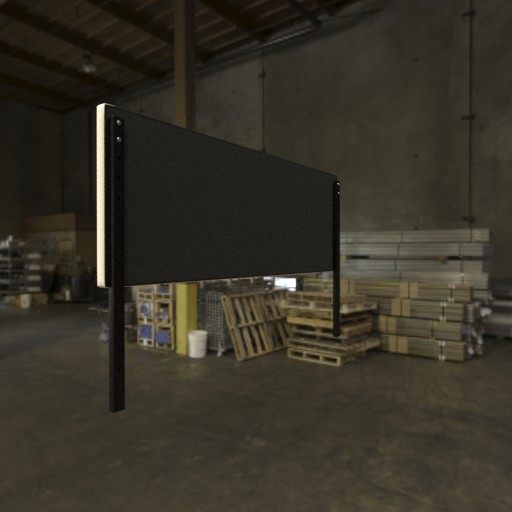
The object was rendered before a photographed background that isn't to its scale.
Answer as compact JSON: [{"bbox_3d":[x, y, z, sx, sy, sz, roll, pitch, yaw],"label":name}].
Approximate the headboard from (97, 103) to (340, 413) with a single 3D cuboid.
[{"bbox_3d":[0.000,0.000,2.961,0.120,1.410,2.362,0,1,37],"label":"headboard"}]
